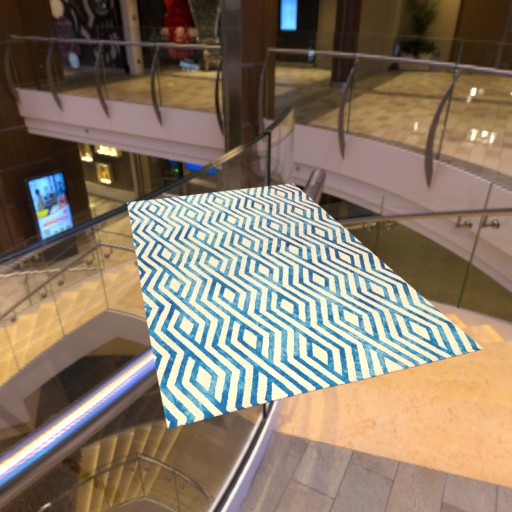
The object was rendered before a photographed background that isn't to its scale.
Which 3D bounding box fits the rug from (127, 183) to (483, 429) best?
[{"bbox_3d":[0.000,0.000,2.959,1.531,0.008,2.439,-9,30,-16],"label":"rug"}]
